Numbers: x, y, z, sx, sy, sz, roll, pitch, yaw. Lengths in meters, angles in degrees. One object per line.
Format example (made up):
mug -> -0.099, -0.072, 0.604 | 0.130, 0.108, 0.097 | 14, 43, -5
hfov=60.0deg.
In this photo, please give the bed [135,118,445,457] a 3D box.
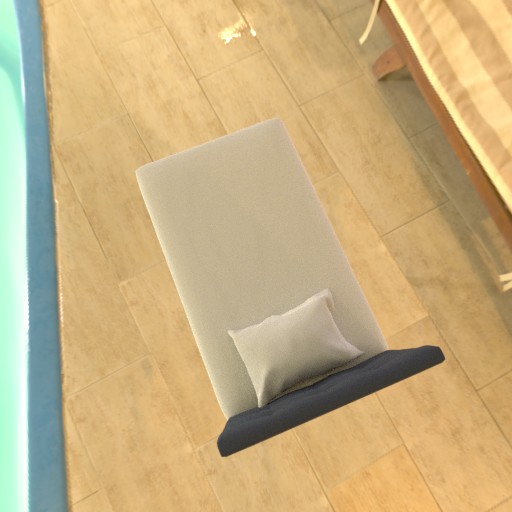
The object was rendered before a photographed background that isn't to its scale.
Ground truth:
bed -> 0.000, 0.000, 2.993 | 1.261, 1.571, 1.997 | -22, 77, -5
